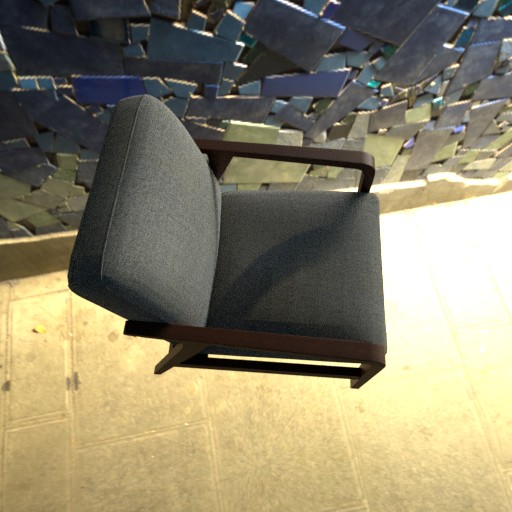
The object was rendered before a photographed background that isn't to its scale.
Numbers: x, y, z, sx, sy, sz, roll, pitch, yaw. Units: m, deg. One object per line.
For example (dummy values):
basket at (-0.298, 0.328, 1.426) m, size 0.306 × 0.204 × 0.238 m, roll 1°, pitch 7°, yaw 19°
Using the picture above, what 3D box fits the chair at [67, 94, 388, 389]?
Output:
chair at (0.000, 0.000, 1.465) m, size 0.858 × 0.847 × 0.704 m, roll 4°, pitch 65°, yaw 2°
